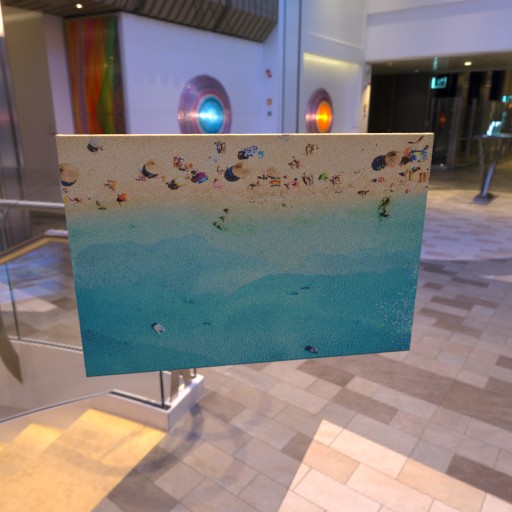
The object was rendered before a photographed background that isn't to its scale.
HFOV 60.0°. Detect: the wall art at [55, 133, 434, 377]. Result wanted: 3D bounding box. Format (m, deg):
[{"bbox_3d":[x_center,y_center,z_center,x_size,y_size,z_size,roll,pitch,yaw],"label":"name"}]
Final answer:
[{"bbox_3d":[0.000,0.000,1.447,1.136,0.769,0.040,-3,17,-9],"label":"wall art"}]
